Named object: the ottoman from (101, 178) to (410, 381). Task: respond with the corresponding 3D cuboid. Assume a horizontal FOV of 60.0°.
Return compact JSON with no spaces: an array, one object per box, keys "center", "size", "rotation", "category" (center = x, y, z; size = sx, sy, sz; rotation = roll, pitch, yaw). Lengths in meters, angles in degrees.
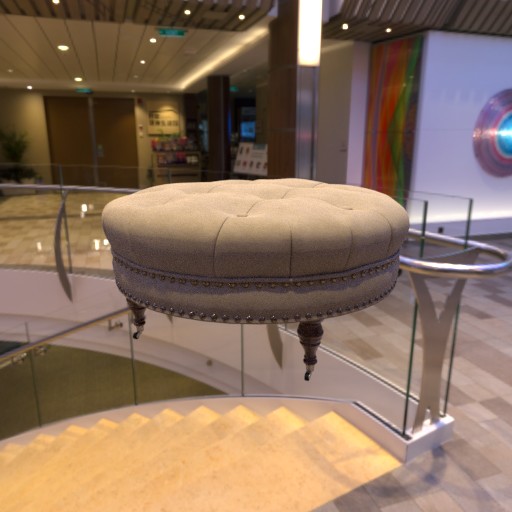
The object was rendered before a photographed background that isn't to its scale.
[{"center":[0.000,0.000,1.386],"size":[0.901,0.439,0.901],"rotation":[0,15,0],"category":"ottoman"}]
